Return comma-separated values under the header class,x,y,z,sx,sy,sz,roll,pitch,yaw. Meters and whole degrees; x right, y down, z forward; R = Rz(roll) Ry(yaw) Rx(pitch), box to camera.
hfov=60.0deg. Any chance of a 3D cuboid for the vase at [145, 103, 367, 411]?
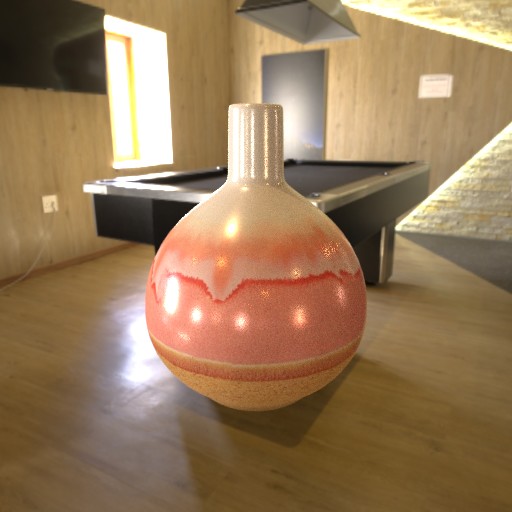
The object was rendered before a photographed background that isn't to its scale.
class,x,y,z,sx,sy,sz,roll,pitch,yaw
vase,0.000,0.000,0.273,0.137,0.176,0.137,0,16,0
